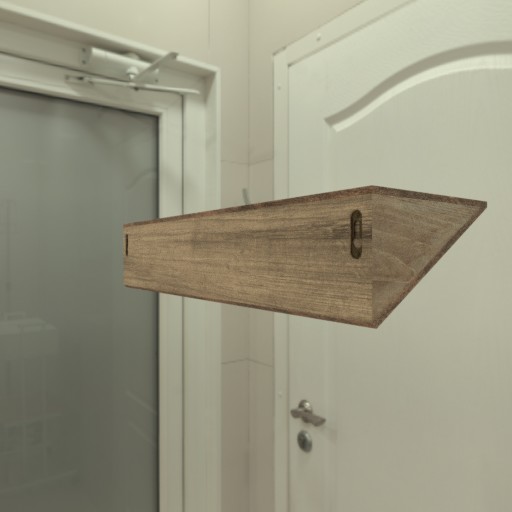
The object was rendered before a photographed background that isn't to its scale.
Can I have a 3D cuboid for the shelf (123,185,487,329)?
[{"bbox_3d":[0.000,0.000,0.687,0.200,0.125,0.610,0,0,-36],"label":"shelf"}]
